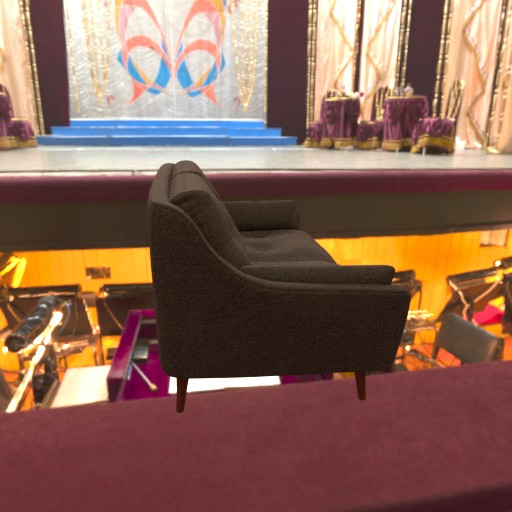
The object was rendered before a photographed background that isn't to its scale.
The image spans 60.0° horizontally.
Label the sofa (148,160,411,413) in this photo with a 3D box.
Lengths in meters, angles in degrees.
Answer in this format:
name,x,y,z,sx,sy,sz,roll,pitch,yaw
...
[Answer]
name,x,y,z,sx,sy,sz,roll,pitch,yaw
sofa,0.000,0.000,2.300,0.976,0.887,1.646,-3,17,-9
